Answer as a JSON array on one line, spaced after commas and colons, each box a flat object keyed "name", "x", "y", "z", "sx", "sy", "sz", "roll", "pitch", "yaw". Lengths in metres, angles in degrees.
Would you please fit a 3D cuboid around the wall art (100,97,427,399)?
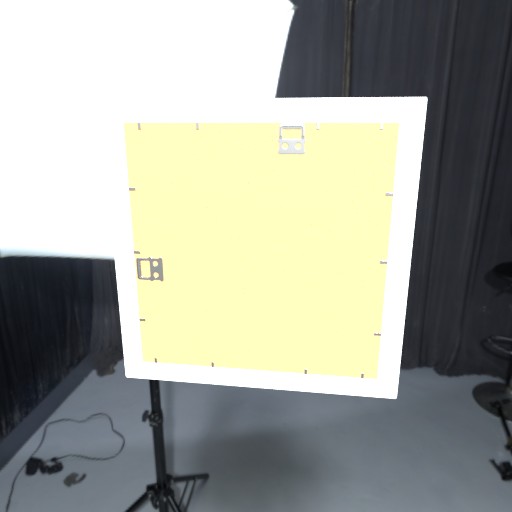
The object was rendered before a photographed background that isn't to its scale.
[{"name": "wall art", "x": 0.000, "y": 0.000, "z": 0.872, "sx": 0.584, "sy": 0.584, "sz": 0.013, "roll": 2, "pitch": 16, "yaw": 8}]
